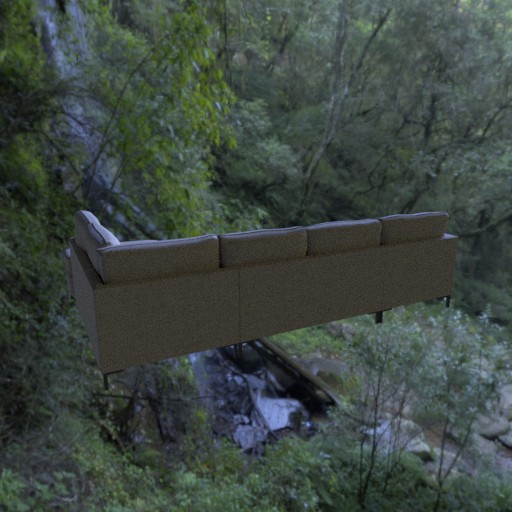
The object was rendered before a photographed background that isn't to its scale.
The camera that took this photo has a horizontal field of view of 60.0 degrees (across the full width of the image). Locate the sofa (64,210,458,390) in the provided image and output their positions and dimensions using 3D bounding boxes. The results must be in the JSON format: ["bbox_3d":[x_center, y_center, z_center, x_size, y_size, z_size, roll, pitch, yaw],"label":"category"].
[{"bbox_3d":[0.000,0.000,4.448,3.423,0.996,2.021,-8,17,-26],"label":"sofa"}]
